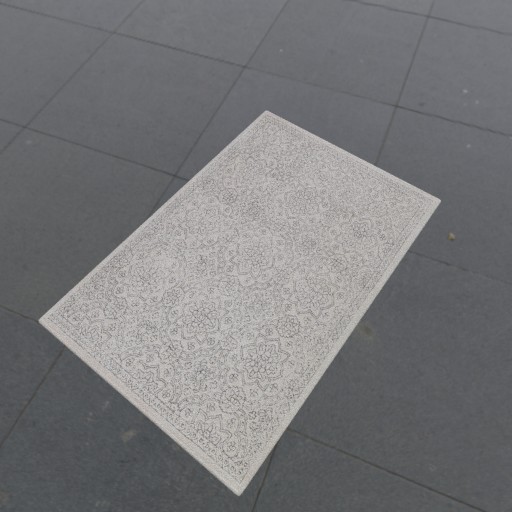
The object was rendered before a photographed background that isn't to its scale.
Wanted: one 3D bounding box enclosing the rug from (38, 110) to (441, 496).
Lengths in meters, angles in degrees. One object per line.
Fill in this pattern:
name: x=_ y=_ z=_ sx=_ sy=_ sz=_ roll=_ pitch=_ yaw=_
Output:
rug: x=0.000 y=0.000 z=2.864 sx=1.524 sy=0.011 sz=2.286 roll=33 pitch=64 yaw=18
